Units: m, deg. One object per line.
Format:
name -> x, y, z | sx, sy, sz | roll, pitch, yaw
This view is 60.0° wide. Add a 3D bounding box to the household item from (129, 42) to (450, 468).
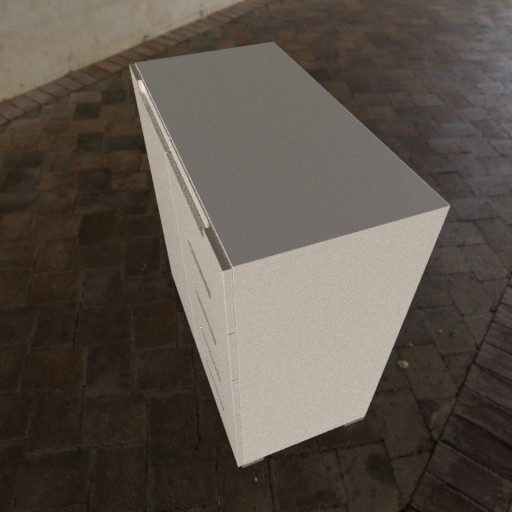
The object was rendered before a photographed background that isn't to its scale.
household item -> 0.000, 0.000, 1.294 | 0.420, 0.870, 0.800 | -16, 48, -15
